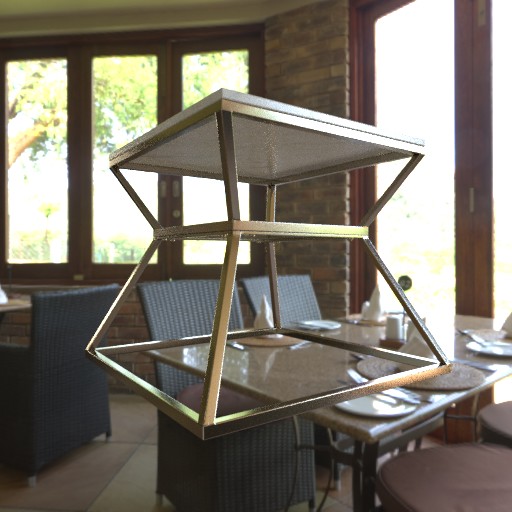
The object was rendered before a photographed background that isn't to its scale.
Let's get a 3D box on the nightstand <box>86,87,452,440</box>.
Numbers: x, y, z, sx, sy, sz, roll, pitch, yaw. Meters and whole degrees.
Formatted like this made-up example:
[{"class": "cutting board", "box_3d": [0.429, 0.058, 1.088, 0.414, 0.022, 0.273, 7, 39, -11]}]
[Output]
[{"class": "nightstand", "box_3d": [0.000, 0.000, 0.870, 0.514, 0.426, 0.513, 0, 0, -35]}]
